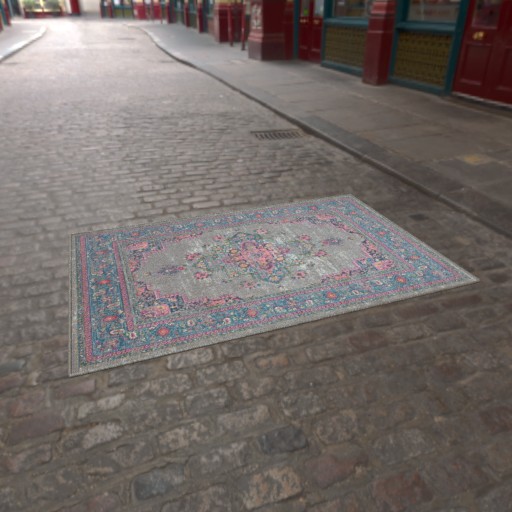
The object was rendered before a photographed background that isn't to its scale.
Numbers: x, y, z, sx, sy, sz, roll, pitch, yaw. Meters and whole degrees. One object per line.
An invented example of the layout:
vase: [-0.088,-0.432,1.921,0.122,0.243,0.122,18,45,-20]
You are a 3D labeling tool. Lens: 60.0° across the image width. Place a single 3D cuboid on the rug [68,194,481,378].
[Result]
rug: [0.000,0.000,2.203,1.748,0.014,1.144,-10,31,-17]
